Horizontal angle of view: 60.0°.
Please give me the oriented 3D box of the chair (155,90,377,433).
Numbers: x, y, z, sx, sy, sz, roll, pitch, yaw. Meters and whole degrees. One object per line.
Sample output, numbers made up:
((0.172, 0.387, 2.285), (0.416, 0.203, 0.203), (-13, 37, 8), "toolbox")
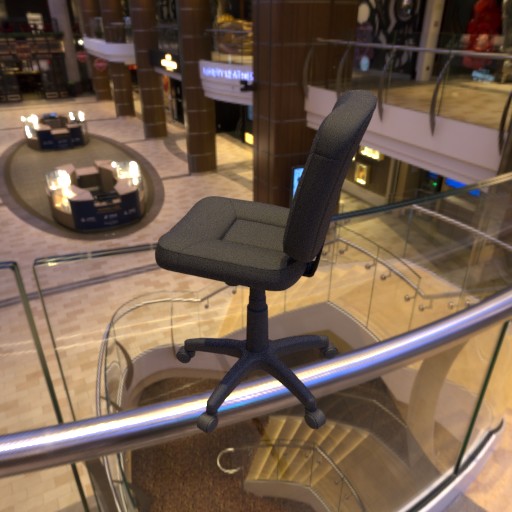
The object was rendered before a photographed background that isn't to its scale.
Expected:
((0.000, 0.000, 1.373), (0.610, 0.972, 0.610), (8, 30, 14), "chair")
